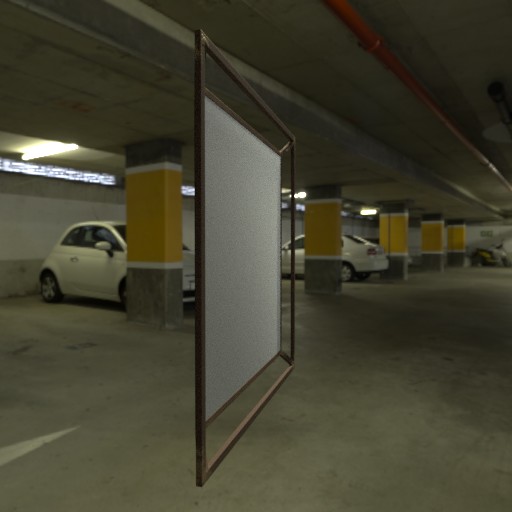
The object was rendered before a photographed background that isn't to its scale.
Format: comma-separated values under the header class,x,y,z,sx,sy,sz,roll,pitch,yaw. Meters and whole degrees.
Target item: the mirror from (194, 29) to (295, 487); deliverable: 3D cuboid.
class,x,y,z,sx,sy,sz,roll,pitch,yaw
mirror,0.000,0.000,0.887,0.032,0.610,0.610,0,1,17
